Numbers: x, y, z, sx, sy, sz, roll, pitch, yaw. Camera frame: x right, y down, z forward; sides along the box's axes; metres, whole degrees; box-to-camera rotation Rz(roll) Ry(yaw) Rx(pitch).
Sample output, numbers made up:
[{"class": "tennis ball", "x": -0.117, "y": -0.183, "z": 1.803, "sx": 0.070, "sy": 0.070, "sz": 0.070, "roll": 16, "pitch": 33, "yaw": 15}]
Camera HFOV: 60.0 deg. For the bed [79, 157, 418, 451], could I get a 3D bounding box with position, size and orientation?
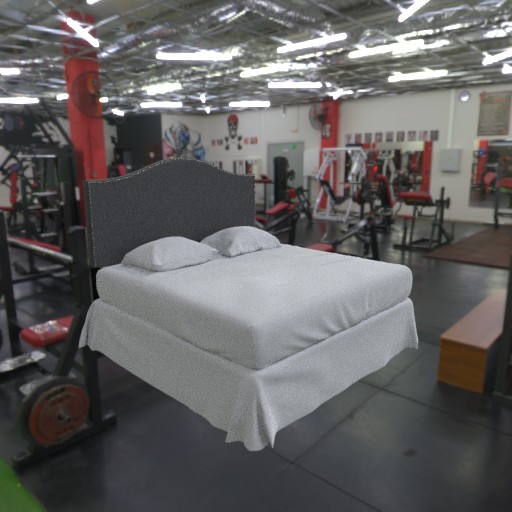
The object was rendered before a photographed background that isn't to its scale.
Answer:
[{"class": "bed", "x": 0.000, "y": 0.000, "z": 3.815, "sx": 2.219, "sy": 1.651, "sz": 2.314, "roll": 12, "pitch": 17, "yaw": 43}]
